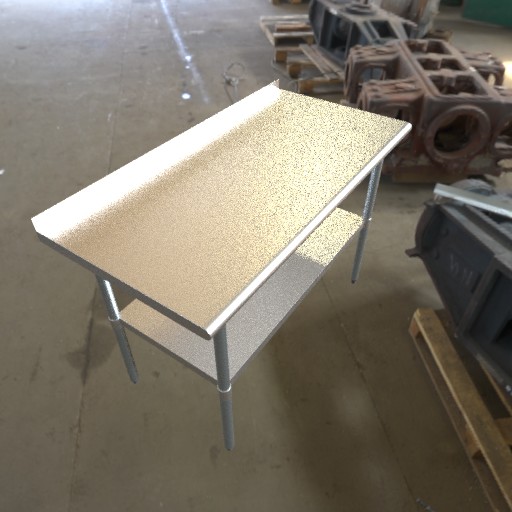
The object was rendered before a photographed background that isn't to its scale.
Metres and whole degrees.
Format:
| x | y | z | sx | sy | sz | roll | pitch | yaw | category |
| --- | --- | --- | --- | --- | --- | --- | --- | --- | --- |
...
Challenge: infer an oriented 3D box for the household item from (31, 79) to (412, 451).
| x | y | z | sx | sy | sz | roll | pitch | yaw | category |
| --- | --- | --- | --- | --- | --- | --- | --- | --- | --- |
| 0.000 | 0.000 | 1.702 | 0.610 | 0.851 | 1.219 | 25 | 47 | 25 | household item |
